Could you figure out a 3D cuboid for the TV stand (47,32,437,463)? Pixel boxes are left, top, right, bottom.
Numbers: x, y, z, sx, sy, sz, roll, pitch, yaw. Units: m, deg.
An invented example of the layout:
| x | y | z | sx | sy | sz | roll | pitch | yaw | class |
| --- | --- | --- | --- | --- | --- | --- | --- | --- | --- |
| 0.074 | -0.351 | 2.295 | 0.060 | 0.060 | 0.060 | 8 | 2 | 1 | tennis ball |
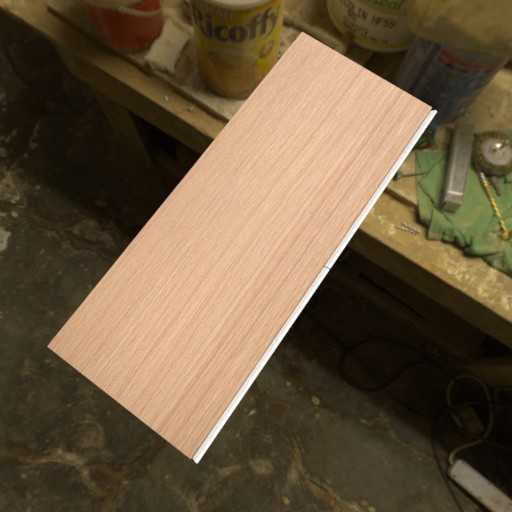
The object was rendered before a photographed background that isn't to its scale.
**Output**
| x | y | z | sx | sy | sz | roll | pitch | yaw | class |
| --- | --- | --- | --- | --- | --- | --- | --- | --- | --- |
| 0.000 | 0.000 | 1.349 | 0.407 | 0.660 | 0.991 | 34 | 78 | 8 | TV stand |
